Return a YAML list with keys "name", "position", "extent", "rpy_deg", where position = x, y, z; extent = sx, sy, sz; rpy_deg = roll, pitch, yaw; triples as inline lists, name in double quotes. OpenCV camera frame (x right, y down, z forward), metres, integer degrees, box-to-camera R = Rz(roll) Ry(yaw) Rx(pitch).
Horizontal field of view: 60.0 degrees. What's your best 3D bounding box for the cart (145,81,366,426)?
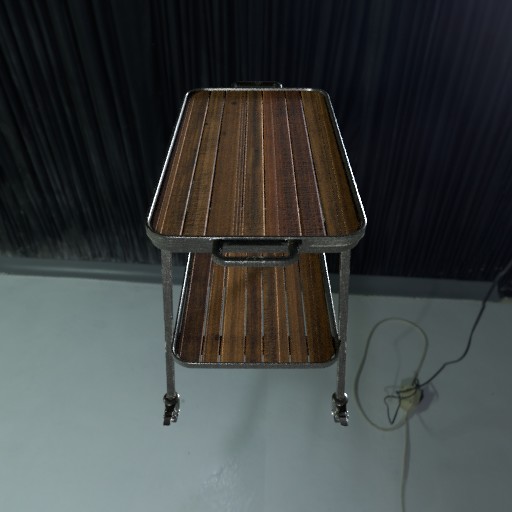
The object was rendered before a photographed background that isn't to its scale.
- name: "cart"
  position: [0.000, 0.000, 1.265]
  extent: [0.515, 0.700, 0.806]
  rpy_deg: [0, 42, 0]
